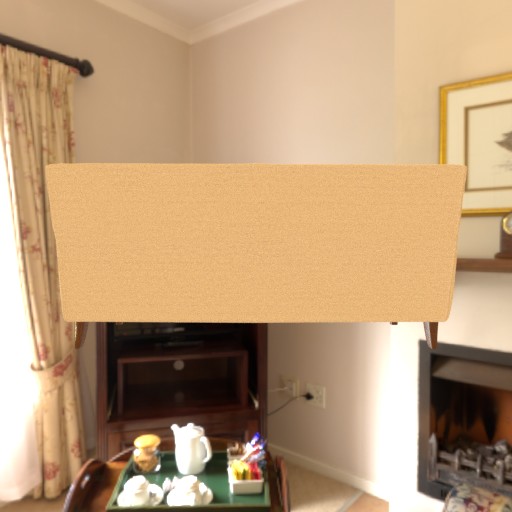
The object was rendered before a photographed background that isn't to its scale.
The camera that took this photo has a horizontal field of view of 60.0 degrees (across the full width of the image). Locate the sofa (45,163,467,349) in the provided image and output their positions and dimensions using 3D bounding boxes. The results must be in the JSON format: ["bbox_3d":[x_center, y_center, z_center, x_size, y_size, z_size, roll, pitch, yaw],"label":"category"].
[{"bbox_3d":[0.000,0.000,2.512,2.001,0.907,0.841,0,2,0],"label":"sofa"}]
